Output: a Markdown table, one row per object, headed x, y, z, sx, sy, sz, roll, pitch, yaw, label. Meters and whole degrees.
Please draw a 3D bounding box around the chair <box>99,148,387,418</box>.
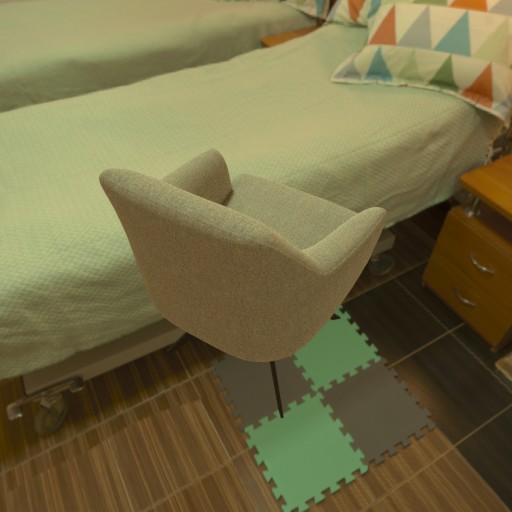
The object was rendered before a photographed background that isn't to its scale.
| x | y | z | sx | sy | sz | roll | pitch | yaw | label |
| --- | --- | --- | --- | --- | --- | --- | --- | --- | --- |
| 0.000 | 0.000 | 1.382 | 0.642 | 0.874 | 0.677 | 24 | 51 | 21 | chair |
